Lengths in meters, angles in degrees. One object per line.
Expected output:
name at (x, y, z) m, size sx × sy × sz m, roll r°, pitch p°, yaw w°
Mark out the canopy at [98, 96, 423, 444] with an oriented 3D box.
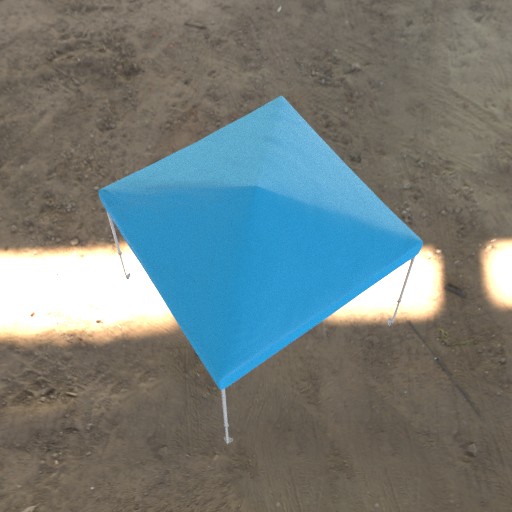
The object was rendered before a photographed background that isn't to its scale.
canopy at (0.000, 0.000, 6.633) m, size 3.599 × 3.600 × 3.600 m, roll -32°, pitch 68°, yaw -14°
